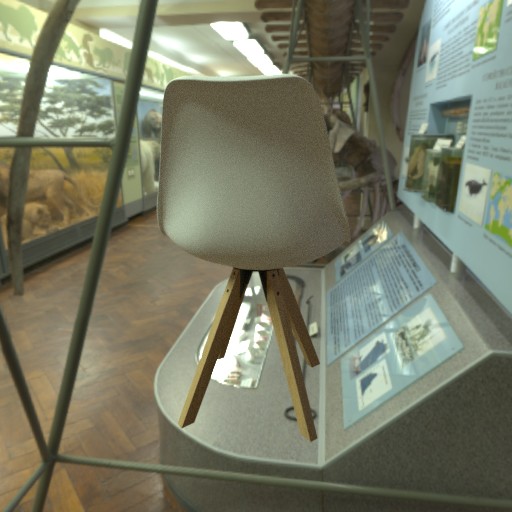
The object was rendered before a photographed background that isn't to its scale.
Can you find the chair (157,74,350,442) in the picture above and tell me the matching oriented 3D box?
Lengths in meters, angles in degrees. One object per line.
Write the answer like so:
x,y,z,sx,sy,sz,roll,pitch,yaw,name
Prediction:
0.000,0.000,1.190,0.485,0.849,0.550,2,16,8,chair
